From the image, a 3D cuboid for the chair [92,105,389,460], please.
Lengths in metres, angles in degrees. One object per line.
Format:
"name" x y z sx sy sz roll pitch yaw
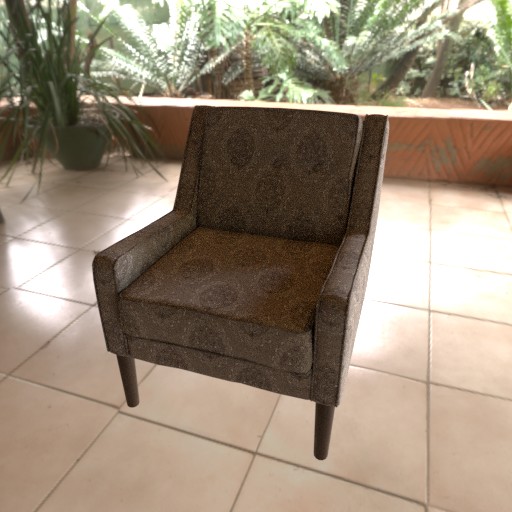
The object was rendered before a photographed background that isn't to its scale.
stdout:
"chair" 0.000 0.000 1.342 0.665 0.797 0.750 9 28 17
